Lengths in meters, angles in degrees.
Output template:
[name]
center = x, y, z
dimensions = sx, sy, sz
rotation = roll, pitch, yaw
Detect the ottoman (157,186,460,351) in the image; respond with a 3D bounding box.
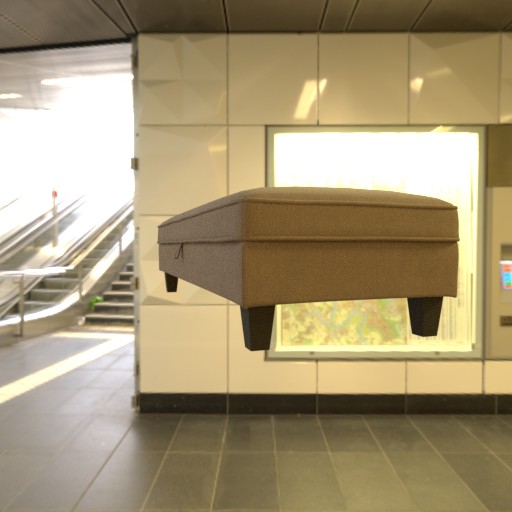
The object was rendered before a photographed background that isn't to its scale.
[ottoman]
center = 0.000, 0.000, 2.043
dimensions = 0.751, 0.470, 1.764
rotation = 0, 1, -19
